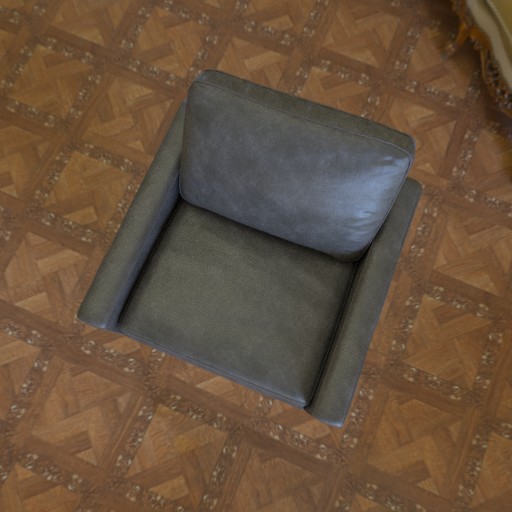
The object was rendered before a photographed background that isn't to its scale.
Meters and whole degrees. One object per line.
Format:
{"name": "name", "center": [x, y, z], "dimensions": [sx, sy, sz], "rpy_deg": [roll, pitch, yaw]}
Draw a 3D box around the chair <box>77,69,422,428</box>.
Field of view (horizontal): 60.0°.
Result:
{"name": "chair", "center": [0.000, 0.000, 1.699], "dimensions": [1.006, 0.916, 0.939], "rpy_deg": [21, 77, 5]}
